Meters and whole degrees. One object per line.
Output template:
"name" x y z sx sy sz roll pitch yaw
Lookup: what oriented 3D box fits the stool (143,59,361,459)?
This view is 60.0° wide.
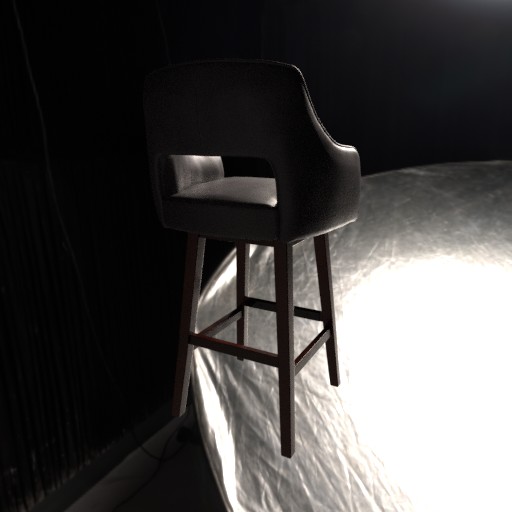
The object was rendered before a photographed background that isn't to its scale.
"stool" 0.000 0.000 1.358 0.550 1.041 0.560 8 18 27
